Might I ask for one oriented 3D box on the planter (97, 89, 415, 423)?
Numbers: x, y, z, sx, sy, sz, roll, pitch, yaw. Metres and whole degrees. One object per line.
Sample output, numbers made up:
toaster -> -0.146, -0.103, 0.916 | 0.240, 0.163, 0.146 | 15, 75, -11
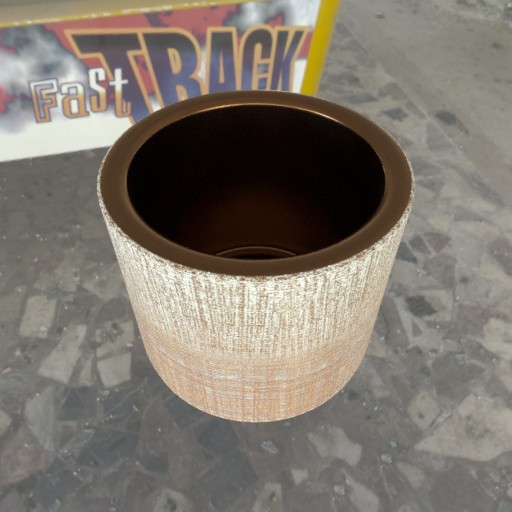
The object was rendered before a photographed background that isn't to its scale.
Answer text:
planter -> 0.000, 0.000, 0.187 | 0.109, 0.096, 0.109 | 0, 47, 0
